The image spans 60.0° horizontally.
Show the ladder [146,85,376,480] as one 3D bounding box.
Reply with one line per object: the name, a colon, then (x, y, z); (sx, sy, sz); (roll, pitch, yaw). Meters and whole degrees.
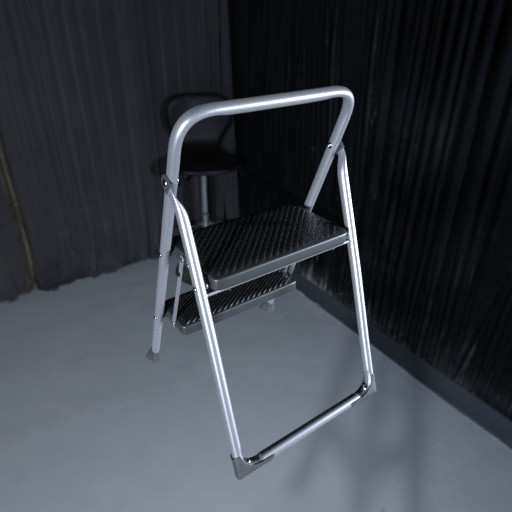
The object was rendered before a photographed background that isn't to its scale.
ladder: (0.000, 0.000, 1.002); (0.430, 0.720, 0.472); (-20, 35, -30)
